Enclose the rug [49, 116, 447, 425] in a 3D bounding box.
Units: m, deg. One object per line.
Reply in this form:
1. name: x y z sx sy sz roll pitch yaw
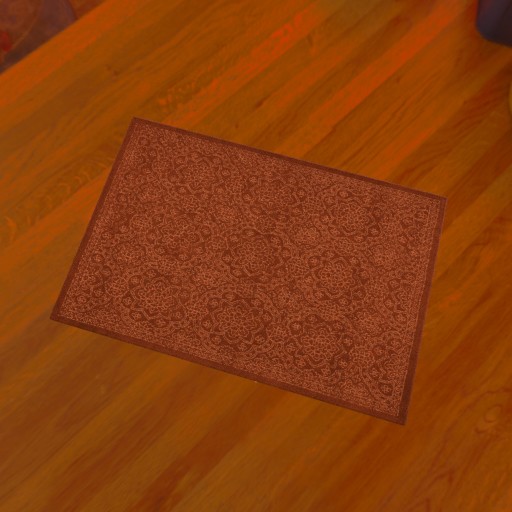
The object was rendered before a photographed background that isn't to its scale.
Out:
1. rug: 0.000 0.000 2.331 1.829 0.010 1.219 16 75 4
